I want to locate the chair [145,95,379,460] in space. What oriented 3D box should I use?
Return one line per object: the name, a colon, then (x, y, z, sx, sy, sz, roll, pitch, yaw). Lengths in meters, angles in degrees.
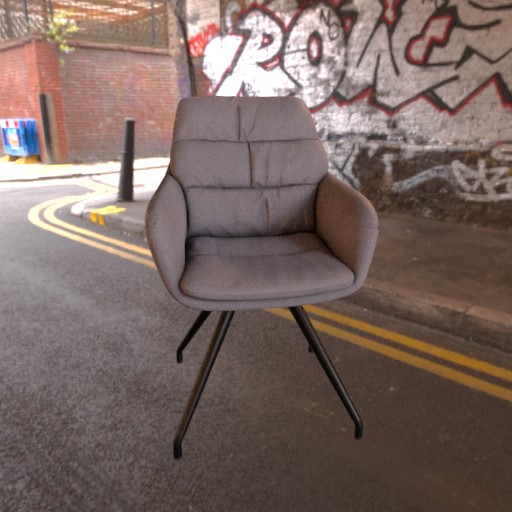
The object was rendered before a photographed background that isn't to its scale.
chair: (0.000, 0.000, 1.269, 0.579, 0.888, 0.569, -3, 17, -8)
